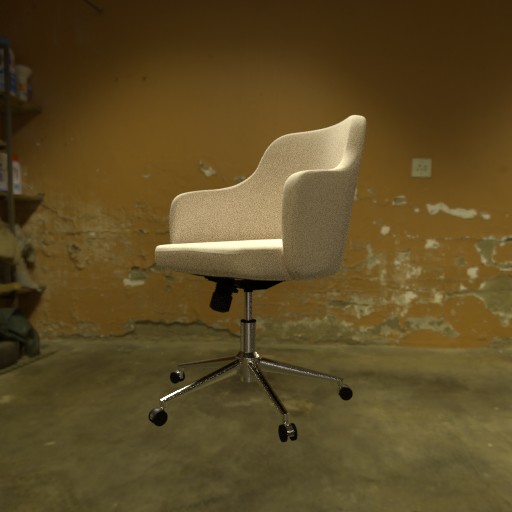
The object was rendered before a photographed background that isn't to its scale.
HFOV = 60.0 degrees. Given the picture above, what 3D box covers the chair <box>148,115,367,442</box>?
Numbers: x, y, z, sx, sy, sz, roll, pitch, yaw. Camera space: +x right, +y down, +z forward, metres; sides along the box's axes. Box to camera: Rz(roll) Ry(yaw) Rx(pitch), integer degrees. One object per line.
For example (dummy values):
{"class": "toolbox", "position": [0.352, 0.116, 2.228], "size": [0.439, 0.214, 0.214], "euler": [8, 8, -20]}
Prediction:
{"class": "chair", "position": [0.000, 0.000, 1.267], "size": [0.647, 0.819, 0.602], "euler": [-1, 2, -37]}
